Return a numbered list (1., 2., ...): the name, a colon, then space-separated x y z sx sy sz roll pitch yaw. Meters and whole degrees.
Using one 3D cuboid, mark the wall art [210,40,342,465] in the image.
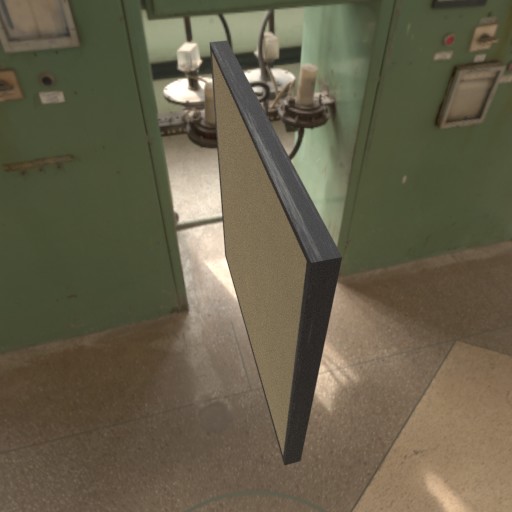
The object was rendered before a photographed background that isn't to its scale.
1. wall art: 0.000 0.000 1.112 0.043 0.758 0.762 -10 47 -10
